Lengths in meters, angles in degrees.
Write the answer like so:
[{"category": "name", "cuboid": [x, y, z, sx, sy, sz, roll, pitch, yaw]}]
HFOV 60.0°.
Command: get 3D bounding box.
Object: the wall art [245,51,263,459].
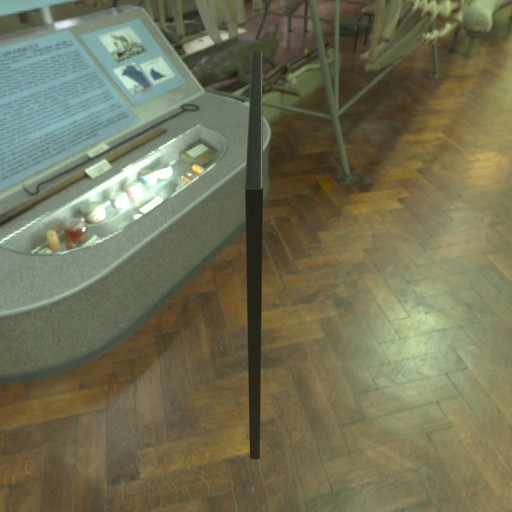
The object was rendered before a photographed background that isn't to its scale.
[{"category": "wall art", "cuboid": [0.000, 0.000, 0.819, 0.018, 0.582, 0.481, 0, 40, 0]}]
